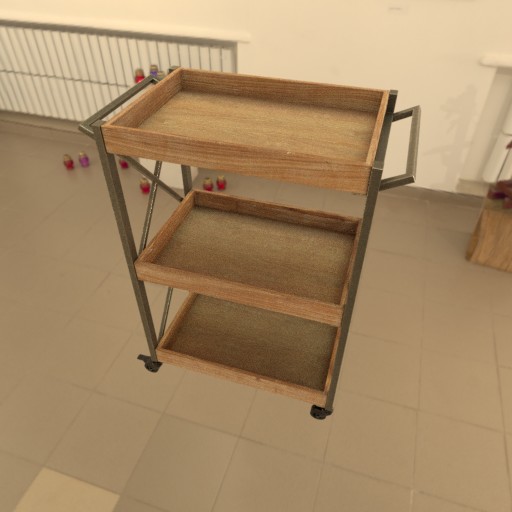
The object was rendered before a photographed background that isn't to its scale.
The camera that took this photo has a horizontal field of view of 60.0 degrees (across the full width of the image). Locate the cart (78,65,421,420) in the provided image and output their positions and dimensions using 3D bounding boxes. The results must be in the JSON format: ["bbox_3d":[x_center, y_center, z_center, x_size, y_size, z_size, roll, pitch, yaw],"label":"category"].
[{"bbox_3d":[0.000,0.000,1.206,0.673,0.835,0.377,12,42,13],"label":"cart"}]
